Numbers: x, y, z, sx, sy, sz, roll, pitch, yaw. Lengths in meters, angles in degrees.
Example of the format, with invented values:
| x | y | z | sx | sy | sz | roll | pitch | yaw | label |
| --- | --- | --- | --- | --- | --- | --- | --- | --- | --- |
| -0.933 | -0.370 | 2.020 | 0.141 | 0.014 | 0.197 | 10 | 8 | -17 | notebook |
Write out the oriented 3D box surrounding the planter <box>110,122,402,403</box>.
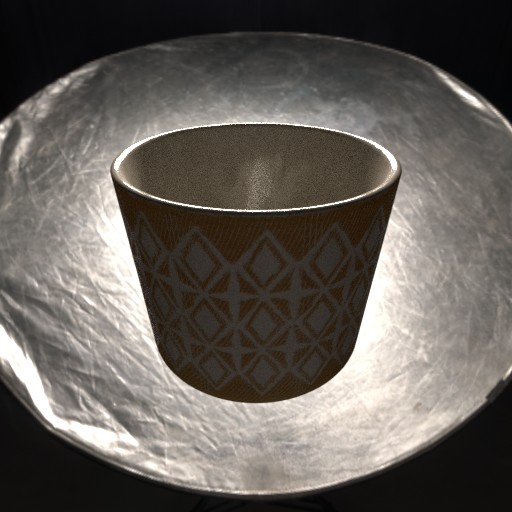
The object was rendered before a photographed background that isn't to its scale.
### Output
| x | y | z | sx | sy | sz | roll | pitch | yaw | label |
| --- | --- | --- | --- | --- | --- | --- | --- | --- | --- |
| 0.000 | 0.000 | 0.225 | 0.126 | 0.104 | 0.126 | 0 | 30 | 0 | planter |
